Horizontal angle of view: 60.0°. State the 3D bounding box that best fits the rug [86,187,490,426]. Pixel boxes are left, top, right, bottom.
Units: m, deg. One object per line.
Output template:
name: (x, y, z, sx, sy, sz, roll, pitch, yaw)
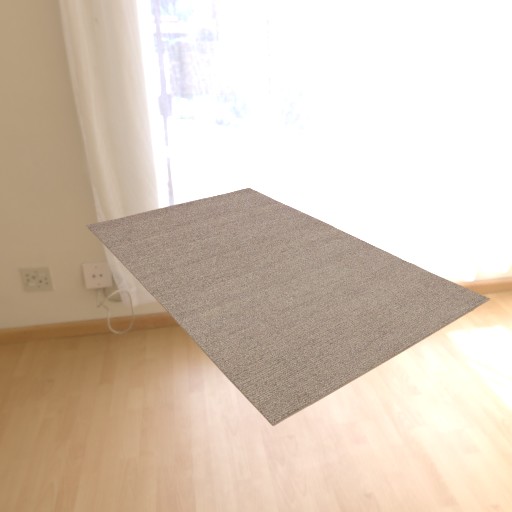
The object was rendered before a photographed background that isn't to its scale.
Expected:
rug: (0.000, 0.000, 2.214, 1.154, 0.021, 1.792, -18, 32, -31)
